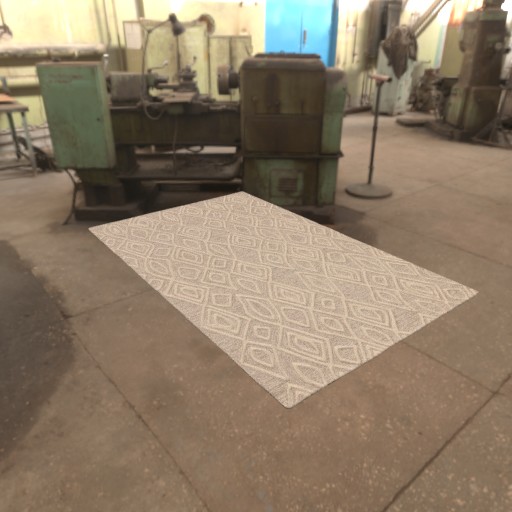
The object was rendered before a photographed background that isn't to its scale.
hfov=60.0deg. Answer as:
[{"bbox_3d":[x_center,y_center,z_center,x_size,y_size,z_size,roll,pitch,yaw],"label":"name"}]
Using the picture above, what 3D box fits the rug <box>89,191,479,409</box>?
[{"bbox_3d":[0.000,0.000,3.120,1.546,0.010,2.442,-19,32,-33],"label":"rug"}]
